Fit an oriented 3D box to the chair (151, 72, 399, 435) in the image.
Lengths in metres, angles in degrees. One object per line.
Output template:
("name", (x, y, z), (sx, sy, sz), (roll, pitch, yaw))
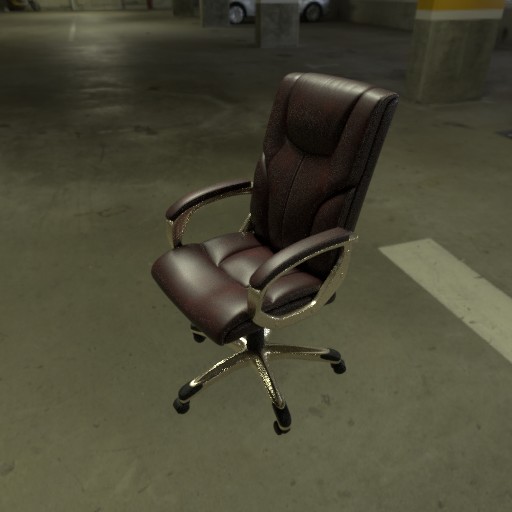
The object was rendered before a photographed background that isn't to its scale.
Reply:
("chair", (0.000, 0.000, 1.548), (0.739, 1.107, 0.662), (-21, 37, -30))
